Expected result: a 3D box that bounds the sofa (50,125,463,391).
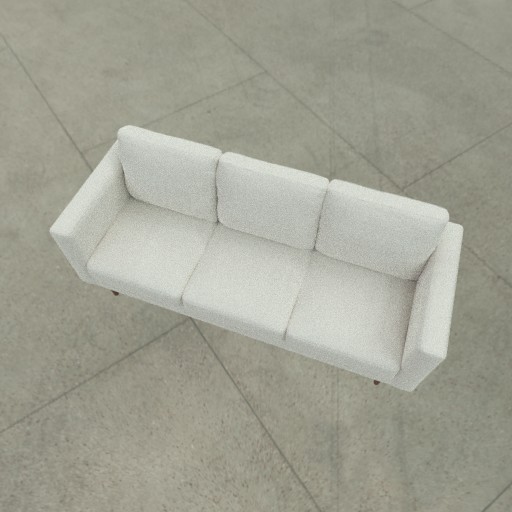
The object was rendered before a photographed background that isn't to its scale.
[{"bbox_3d":[0.000,0.000,2.494,2.029,0.912,0.802,17,59,11],"label":"sofa"}]
